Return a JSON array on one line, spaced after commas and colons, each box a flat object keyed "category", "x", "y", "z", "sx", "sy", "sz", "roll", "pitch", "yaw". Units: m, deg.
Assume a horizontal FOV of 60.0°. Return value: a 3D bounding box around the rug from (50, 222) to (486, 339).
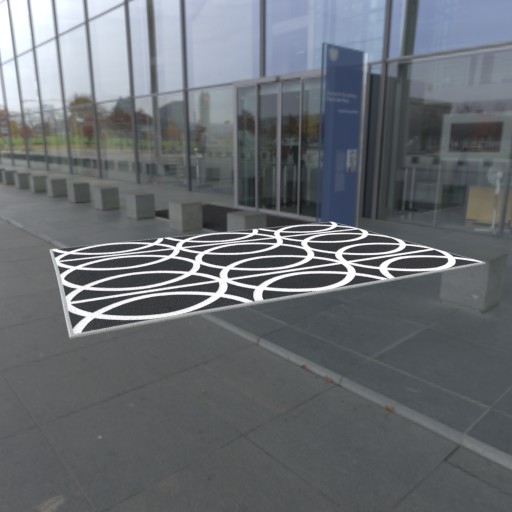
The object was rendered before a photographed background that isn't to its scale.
[{"category": "rug", "x": 0.000, "y": 0.000, "z": 2.773, "sx": 2.290, "sy": 0.014, "sz": 1.526, "roll": -7, "pitch": 16, "yaw": -26}]
